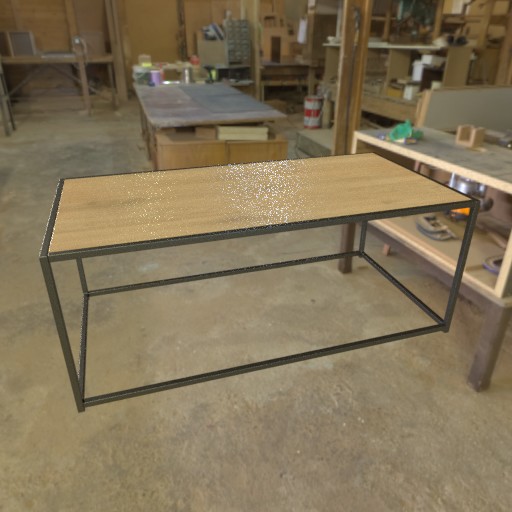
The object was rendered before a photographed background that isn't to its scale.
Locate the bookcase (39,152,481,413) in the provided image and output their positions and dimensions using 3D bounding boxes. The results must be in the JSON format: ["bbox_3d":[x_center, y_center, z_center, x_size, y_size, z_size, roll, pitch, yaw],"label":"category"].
[{"bbox_3d":[0.000,0.000,1.255,1.000,0.400,0.500,-8,28,-15],"label":"bookcase"}]
